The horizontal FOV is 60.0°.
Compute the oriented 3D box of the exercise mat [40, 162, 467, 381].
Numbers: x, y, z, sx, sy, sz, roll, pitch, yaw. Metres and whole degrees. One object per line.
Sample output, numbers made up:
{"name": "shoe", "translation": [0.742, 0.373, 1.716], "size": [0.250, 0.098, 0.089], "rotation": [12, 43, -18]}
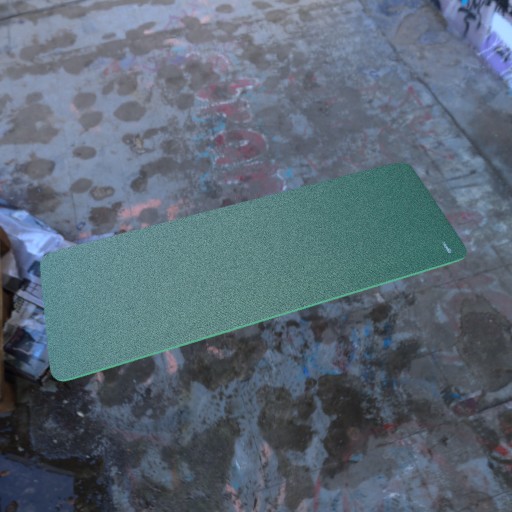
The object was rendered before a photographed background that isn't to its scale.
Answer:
{"name": "exercise mat", "translation": [0.000, 0.000, 2.013], "size": [1.869, 0.021, 0.616], "rotation": [-16, 60, -9]}
